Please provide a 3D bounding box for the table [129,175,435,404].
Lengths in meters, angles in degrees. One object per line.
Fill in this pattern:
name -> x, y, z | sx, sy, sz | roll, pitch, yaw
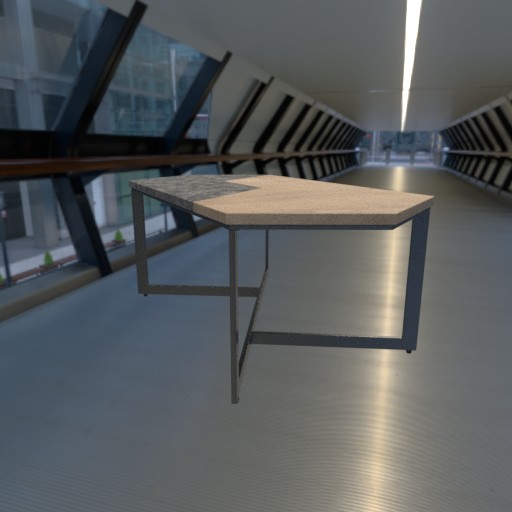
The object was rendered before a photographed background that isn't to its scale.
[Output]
table -> 0.000, 0.000, 1.478 | 0.609, 0.457, 1.219 | -8, 16, -27
